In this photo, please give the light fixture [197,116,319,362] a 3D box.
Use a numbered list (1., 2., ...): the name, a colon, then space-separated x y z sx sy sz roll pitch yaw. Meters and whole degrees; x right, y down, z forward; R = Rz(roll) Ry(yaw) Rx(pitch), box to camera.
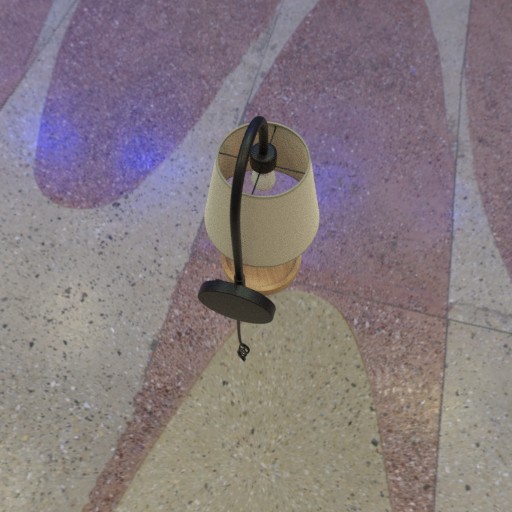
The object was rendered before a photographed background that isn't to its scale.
1. light fixture: 0.000 0.000 0.925 0.220 0.821 0.299 15 66 7
